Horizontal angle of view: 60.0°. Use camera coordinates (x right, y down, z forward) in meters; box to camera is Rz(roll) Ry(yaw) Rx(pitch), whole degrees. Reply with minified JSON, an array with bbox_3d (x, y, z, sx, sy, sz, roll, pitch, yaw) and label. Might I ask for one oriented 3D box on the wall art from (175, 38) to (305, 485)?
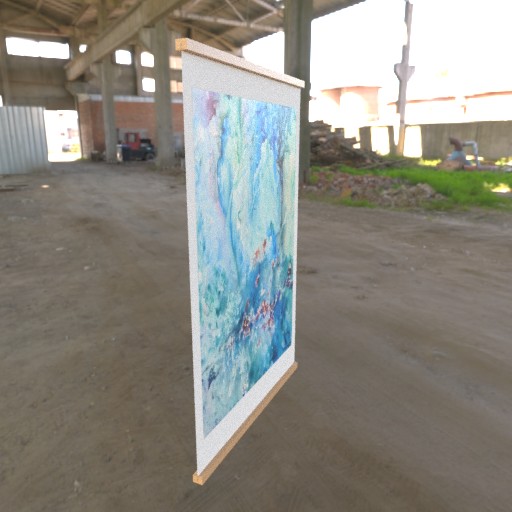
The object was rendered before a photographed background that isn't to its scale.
[{"bbox_3d":[0.000,0.000,1.276,0.027,1.020,0.669,7,16,25],"label":"wall art"}]
